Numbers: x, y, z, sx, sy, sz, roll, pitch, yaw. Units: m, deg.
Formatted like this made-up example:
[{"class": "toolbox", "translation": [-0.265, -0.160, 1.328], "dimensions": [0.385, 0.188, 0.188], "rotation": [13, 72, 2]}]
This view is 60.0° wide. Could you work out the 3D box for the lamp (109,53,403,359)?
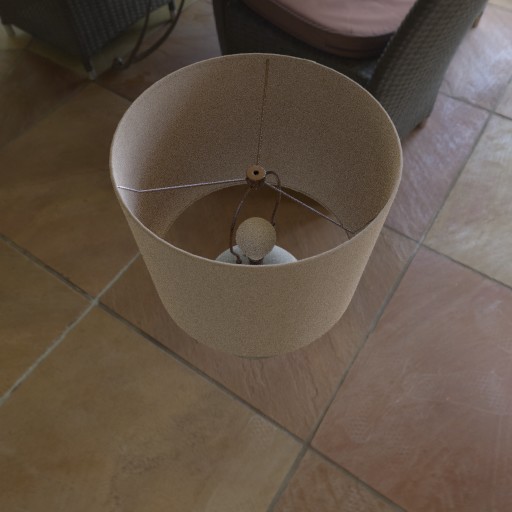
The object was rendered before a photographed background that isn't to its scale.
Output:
[{"class": "lamp", "translation": [0.000, 0.000, 0.585], "dimensions": [0.269, 0.409, 0.269], "rotation": [32, 64, 18]}]
